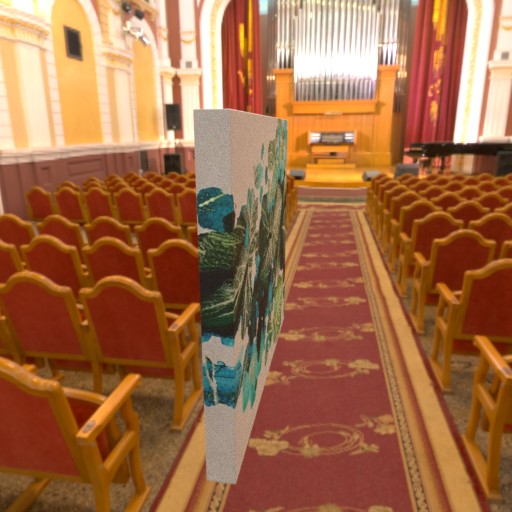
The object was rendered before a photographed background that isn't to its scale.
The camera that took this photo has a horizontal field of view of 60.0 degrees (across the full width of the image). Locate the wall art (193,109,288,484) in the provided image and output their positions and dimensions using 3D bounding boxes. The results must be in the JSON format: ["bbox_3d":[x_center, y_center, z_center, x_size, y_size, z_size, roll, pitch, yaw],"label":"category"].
[{"bbox_3d":[0.000,0.000,0.724,0.041,0.435,0.507,3,16,10],"label":"wall art"}]
